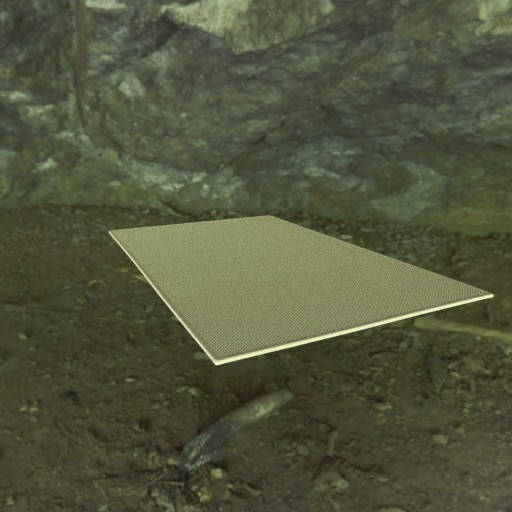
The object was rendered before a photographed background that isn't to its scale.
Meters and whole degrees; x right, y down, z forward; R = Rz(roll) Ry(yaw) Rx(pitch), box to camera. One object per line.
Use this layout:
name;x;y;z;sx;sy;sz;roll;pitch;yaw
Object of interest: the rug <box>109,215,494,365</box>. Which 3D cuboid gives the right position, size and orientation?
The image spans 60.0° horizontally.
rug;0.000;0.000;2.063;1.067;0.013;1.676;-8;18;-25
